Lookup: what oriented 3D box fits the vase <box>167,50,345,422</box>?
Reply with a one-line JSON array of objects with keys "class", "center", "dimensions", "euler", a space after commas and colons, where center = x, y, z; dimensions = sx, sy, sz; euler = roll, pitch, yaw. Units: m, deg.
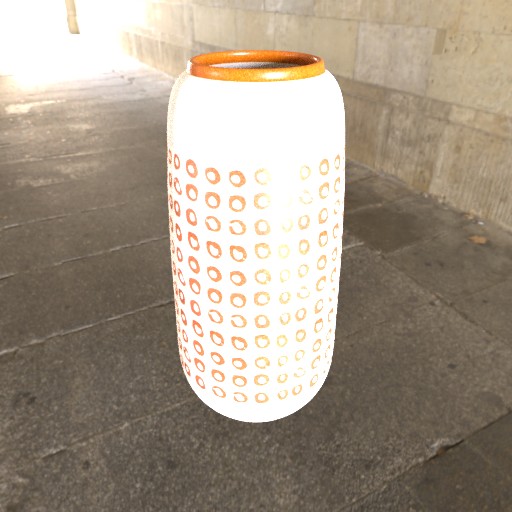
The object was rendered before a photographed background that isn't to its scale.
[{"class": "vase", "center": [0.000, 0.000, 0.343], "dimensions": [0.133, 0.282, 0.133], "euler": [0, 32, 0]}]
